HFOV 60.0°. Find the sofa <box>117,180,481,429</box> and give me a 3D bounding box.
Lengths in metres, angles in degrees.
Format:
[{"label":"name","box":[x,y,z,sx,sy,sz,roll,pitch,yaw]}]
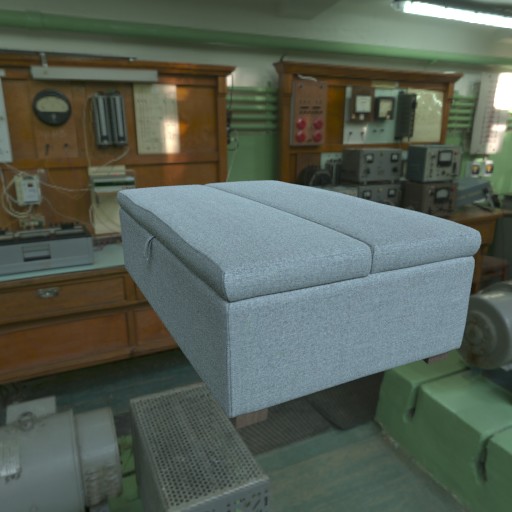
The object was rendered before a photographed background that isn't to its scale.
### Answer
[{"label":"sofa","box":[0.000,0.000,1.641,0.817,0.434,1.250,-8,19,-25]}]
